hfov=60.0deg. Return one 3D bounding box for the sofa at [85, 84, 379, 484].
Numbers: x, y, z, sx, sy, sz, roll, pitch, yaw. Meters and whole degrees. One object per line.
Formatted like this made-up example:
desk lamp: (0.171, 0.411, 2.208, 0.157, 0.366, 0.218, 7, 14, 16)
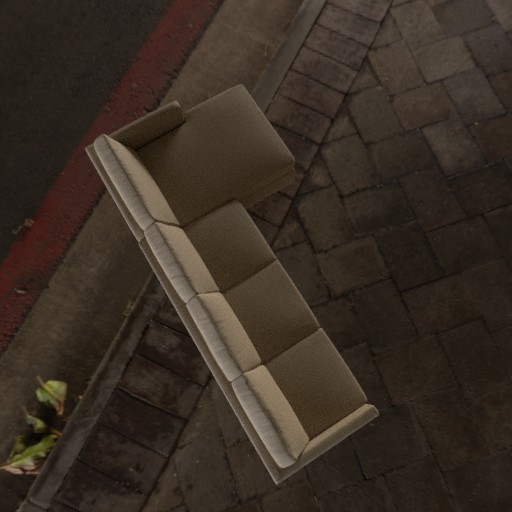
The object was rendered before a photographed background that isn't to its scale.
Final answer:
sofa: (0.000, 0.000, 3.892, 1.622, 0.871, 3.206, -31, 77, -8)
